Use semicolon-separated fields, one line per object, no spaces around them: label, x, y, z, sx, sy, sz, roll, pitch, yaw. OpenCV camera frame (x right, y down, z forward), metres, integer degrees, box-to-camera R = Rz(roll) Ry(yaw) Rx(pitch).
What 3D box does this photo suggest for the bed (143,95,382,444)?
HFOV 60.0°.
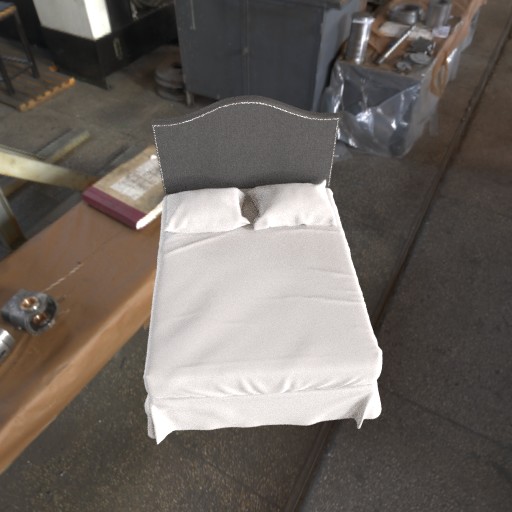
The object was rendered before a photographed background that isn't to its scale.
bed;0.000;0.000;3.502;1.876;1.645;2.221;-3;47;-3
